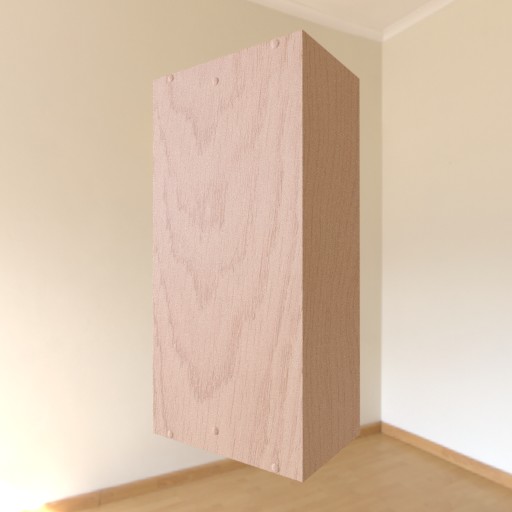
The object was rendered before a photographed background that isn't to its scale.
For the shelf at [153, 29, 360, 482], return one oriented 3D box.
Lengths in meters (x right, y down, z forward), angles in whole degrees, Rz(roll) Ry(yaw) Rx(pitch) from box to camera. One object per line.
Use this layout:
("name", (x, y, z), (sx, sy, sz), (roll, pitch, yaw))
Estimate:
("shelf", (0.000, 0.000, 0.751), (0.290, 0.600, 0.200), (0, 0, 35))
